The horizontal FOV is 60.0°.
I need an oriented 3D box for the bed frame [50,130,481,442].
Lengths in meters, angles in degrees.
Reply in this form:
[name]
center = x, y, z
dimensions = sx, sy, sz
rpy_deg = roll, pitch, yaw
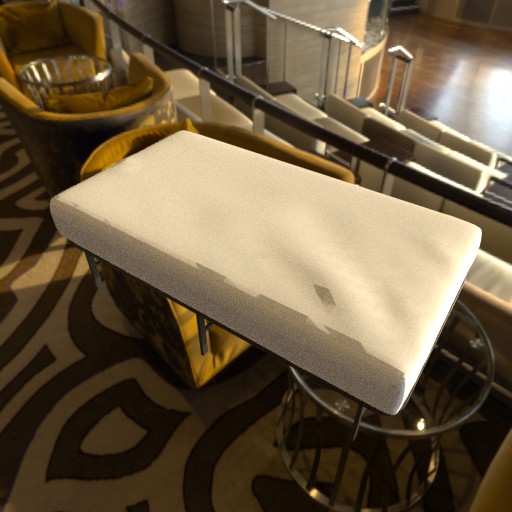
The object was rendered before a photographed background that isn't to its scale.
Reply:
[bed frame]
center = 0.000, 0.000, 2.318
dimensions = 1.908, 0.640, 1.025
rpy_deg = 24, 46, 26
